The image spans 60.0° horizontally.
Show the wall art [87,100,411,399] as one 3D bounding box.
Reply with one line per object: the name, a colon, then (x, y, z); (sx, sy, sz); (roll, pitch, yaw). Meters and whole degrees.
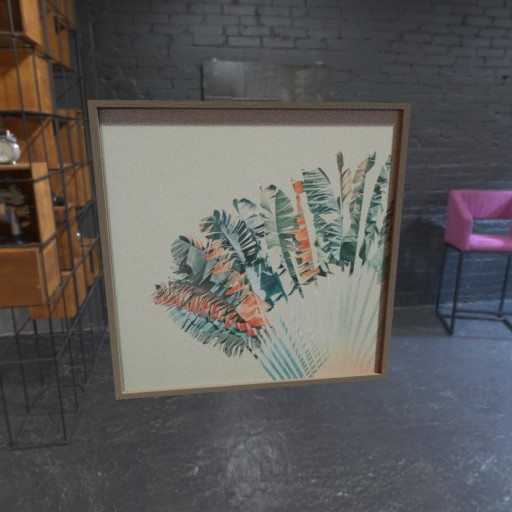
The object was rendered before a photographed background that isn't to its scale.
wall art: (0.000, 0.000, 1.153); (0.761, 0.758, 0.038); (-2, 16, -8)
